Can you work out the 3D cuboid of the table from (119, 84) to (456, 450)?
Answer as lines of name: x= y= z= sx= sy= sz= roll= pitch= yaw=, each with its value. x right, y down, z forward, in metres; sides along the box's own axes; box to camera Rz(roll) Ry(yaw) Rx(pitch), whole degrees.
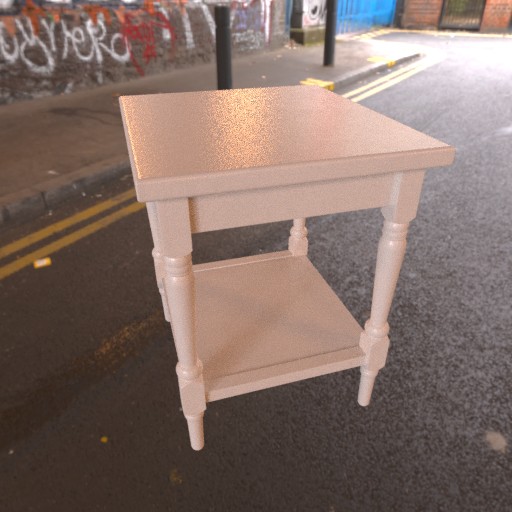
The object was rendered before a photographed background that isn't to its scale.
table: x=0.000 y=0.000 z=0.913 sx=0.442 sy=0.565 sz=0.488 roll=-9 pitch=33 yaw=-14
